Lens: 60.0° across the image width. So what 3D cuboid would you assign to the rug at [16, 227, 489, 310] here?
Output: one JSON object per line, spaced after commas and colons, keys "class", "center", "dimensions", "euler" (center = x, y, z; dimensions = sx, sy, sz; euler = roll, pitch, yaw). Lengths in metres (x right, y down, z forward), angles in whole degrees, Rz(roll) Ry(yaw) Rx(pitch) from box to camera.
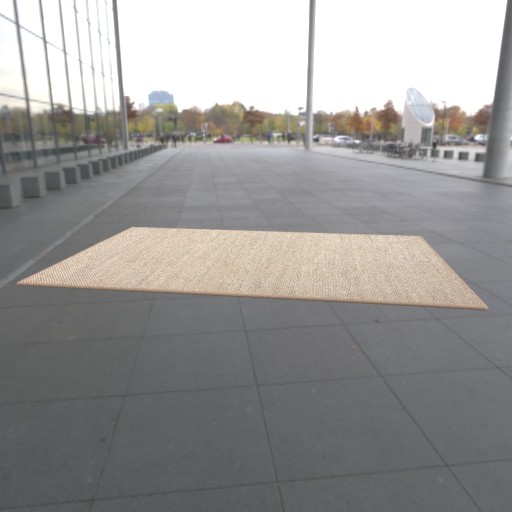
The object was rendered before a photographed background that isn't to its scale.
{"class": "rug", "center": [0.000, 0.000, 2.037], "dimensions": [1.668, 0.012, 1.061], "euler": [2, 15, 8]}
